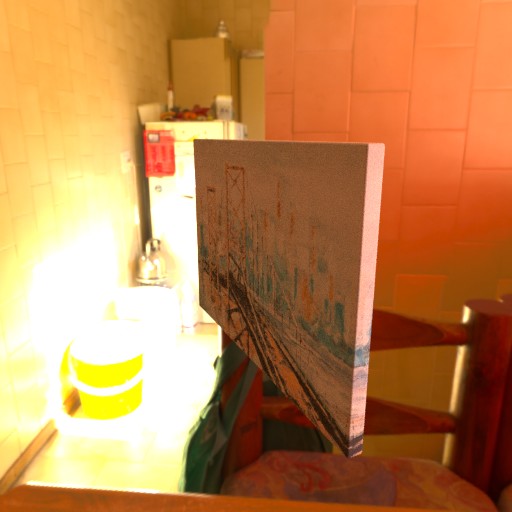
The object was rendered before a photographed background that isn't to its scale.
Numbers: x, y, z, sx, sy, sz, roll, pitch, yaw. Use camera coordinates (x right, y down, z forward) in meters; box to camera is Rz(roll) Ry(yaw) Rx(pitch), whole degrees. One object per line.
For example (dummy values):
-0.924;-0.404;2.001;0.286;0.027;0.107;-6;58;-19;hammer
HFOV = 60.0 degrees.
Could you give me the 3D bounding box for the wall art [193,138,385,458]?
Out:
0.000;0.000;1.204;0.038;0.609;0.913;-7;17;-25;wall art
